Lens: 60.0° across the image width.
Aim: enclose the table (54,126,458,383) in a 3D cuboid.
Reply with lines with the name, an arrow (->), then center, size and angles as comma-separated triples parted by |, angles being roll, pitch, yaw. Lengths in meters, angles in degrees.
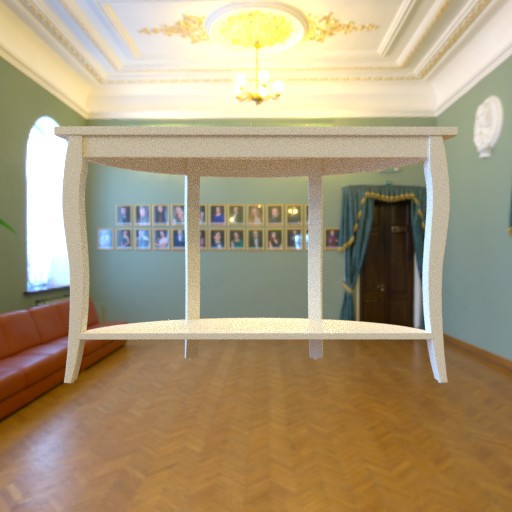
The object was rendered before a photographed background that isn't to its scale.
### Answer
table -> 0.000, 0.000, 1.533 | 1.219, 0.780, 0.394 | 0, 0, 0
